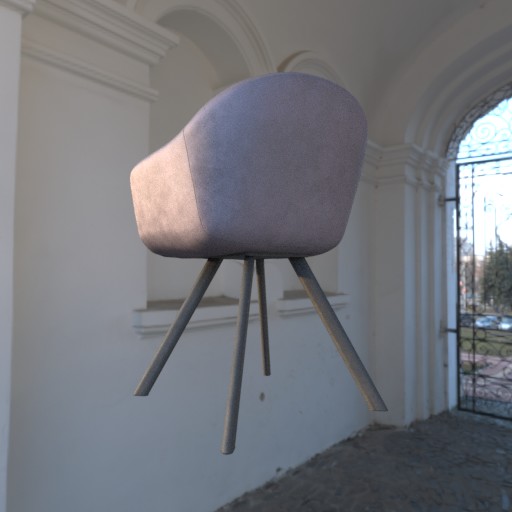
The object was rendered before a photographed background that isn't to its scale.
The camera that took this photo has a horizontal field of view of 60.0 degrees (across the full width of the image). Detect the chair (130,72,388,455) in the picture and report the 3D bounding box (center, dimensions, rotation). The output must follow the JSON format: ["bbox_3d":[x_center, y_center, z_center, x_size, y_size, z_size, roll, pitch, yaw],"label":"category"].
[{"bbox_3d":[0.000,0.000,1.189,0.567,0.781,0.544,2,-3,-35],"label":"chair"}]
